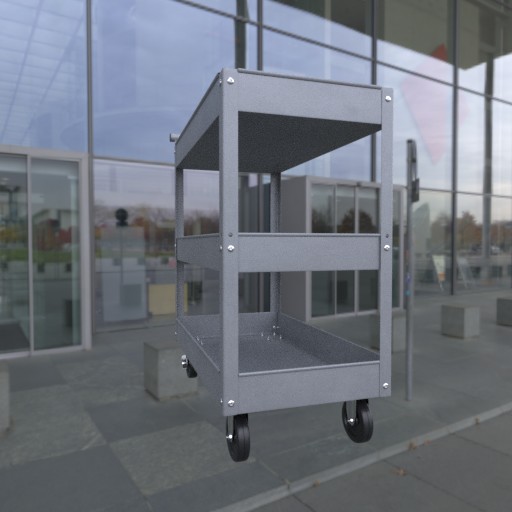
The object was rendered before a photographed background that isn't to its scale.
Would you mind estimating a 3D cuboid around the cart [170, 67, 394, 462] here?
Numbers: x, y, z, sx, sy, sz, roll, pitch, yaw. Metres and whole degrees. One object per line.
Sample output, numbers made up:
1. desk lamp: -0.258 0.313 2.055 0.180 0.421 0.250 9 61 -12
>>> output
1. cart: 0.000 0.000 1.176 0.366 0.780 0.719 -1 2 -18
